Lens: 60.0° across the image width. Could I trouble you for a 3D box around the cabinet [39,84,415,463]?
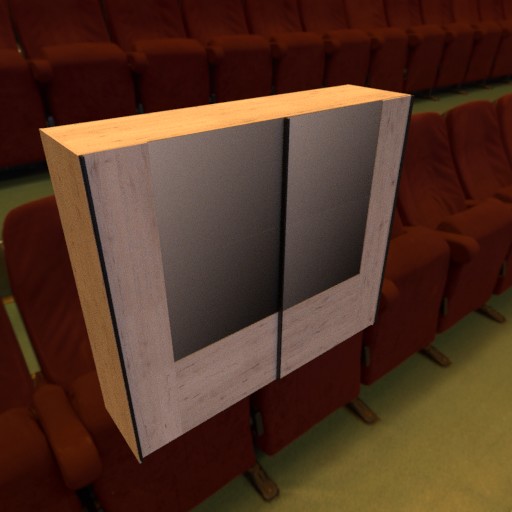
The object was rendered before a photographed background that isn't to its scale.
[{"bbox_3d":[0.000,0.000,3.408,2.500,2.180,0.660,-21,36,-32],"label":"cabinet"}]
